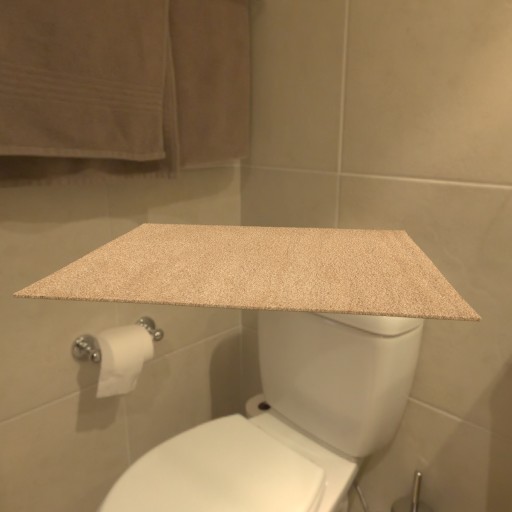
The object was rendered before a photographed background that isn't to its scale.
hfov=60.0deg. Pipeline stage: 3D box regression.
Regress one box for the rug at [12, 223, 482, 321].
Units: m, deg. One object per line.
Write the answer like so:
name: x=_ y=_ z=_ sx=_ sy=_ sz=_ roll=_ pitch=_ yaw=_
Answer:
rug: x=0.000 y=0.000 z=3.947 sx=3.000 sy=0.026 sz=2.400 roll=2 pitch=16 yaw=7
